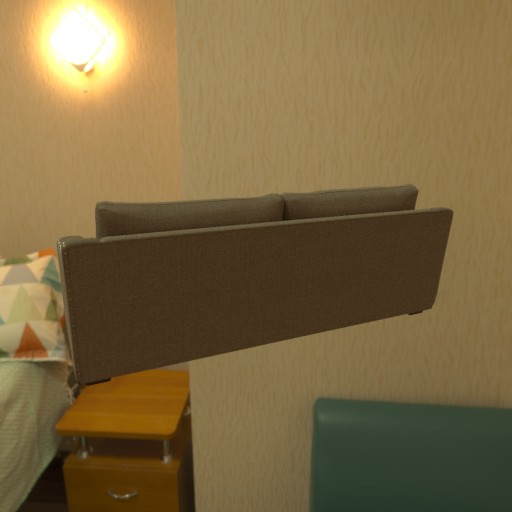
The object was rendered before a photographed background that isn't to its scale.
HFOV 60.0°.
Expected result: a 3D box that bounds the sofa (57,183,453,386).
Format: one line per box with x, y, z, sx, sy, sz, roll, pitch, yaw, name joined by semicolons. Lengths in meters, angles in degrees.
0.000;0.000;2.737;2.208;0.857;1.000;-7;16;-25;sofa
